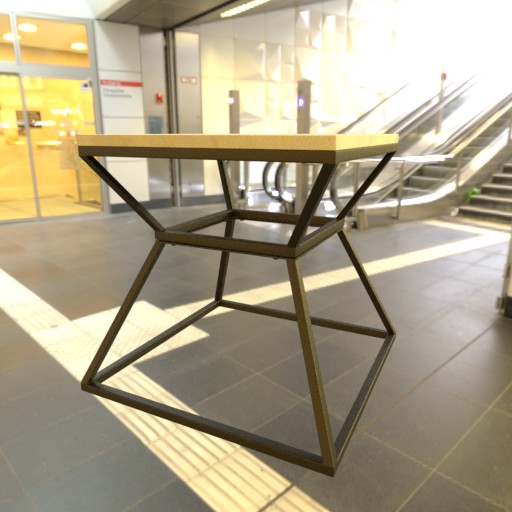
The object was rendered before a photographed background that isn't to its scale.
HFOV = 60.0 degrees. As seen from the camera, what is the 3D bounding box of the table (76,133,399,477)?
[{"bbox_3d":[0.000,0.000,0.813,0.455,0.431,0.455,8,17,26],"label":"table"}]
